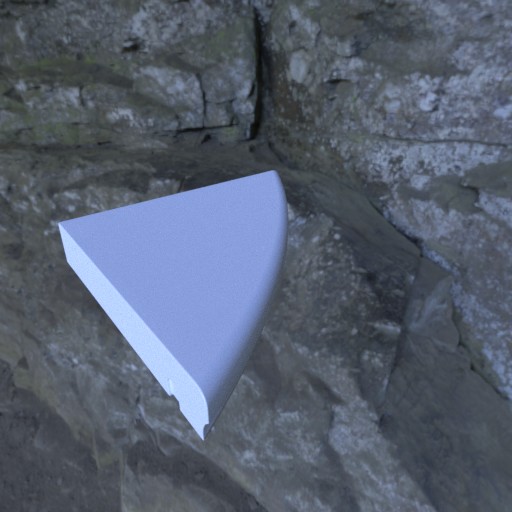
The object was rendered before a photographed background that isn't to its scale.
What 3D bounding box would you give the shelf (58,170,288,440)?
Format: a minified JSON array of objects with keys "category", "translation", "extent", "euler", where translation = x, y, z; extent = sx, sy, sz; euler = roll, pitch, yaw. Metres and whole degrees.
[{"category":"shelf","translation":[0.000,0.000,0.470],"extent":[0.310,0.050,0.310],"euler":[-20,35,-32]}]
